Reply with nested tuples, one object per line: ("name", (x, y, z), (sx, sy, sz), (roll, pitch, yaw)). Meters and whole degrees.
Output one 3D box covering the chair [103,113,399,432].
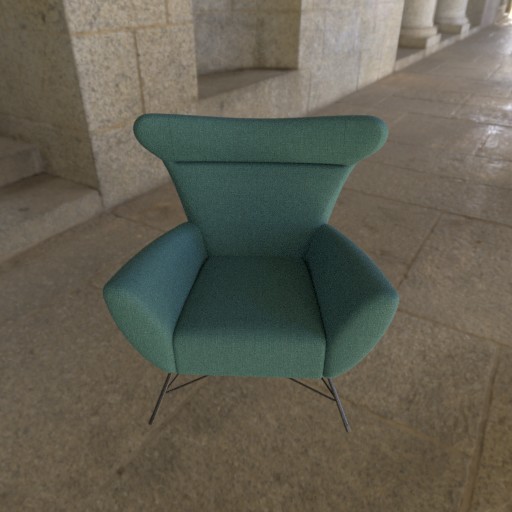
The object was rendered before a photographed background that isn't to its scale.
("chair", (0.000, 0.000, 1.798), (1.050, 0.980, 0.900), (1, 32, 2))
